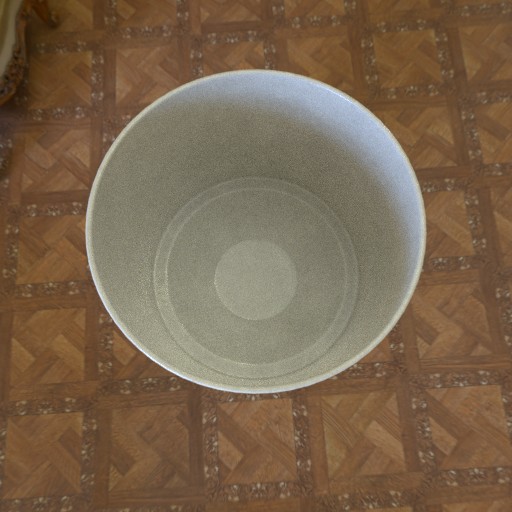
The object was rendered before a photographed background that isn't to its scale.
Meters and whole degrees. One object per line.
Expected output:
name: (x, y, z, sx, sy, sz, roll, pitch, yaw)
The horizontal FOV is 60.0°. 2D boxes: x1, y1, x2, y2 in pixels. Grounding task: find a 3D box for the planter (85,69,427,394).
planter: (0.000, 0.000, 0.440, 0.250, 0.239, 0.250, 0, 76, 0)
